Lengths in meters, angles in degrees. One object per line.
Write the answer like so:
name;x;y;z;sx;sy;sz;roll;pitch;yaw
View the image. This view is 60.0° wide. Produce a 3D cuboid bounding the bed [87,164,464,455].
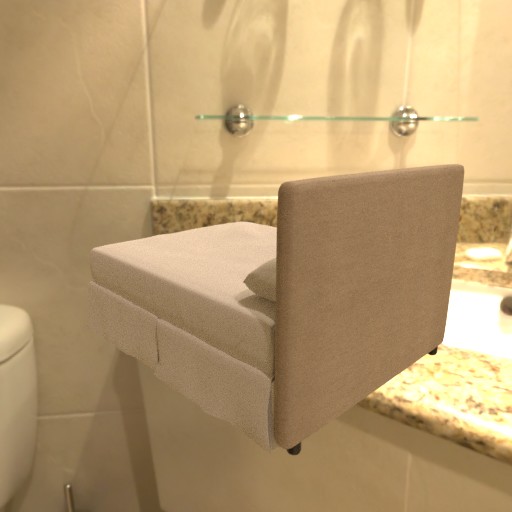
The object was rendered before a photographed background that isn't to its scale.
bed;0.000;0.000;3.179;1.713;1.330;2.162;-14;21;-42
